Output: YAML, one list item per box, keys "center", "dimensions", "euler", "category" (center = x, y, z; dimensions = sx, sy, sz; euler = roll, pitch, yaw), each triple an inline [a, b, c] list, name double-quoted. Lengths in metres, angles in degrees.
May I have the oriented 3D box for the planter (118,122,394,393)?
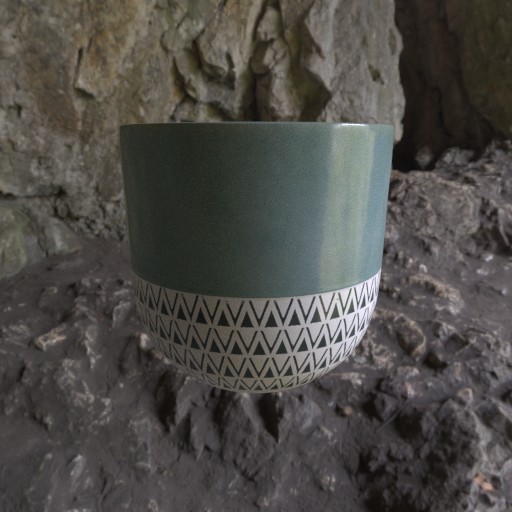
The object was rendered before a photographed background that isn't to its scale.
- center: [0.000, 0.000, 0.480]
  dimensions: [0.266, 0.270, 0.266]
  euler: [0, 15, 0]
  category: "planter"
